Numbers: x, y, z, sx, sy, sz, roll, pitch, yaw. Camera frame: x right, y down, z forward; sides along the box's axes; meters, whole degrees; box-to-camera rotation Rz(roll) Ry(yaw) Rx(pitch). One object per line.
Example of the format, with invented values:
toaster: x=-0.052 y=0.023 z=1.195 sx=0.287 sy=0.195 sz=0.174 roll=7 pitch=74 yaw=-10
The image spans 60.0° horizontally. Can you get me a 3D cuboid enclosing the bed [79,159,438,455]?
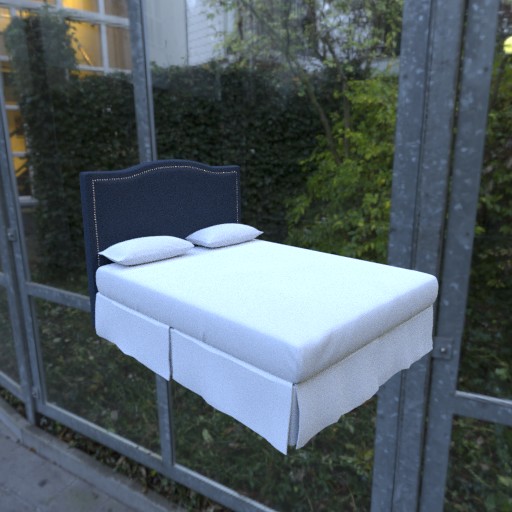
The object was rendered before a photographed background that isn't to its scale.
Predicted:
bed: x=0.000 y=0.000 z=3.483 sx=2.282 sy=1.436 sz=1.821 roll=13 pitch=19 yaw=42
